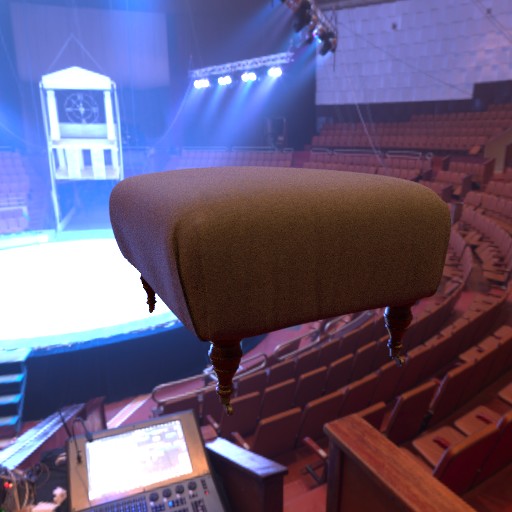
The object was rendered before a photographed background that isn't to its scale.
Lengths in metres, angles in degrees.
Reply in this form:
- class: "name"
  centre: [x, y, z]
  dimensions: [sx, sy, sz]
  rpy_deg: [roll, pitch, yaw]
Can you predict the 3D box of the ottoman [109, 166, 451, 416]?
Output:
- class: "ottoman"
  centre: [0.000, 0.000, 1.139]
  dimensions: [0.622, 0.450, 0.747]
  rpy_deg: [-7, 15, -26]
